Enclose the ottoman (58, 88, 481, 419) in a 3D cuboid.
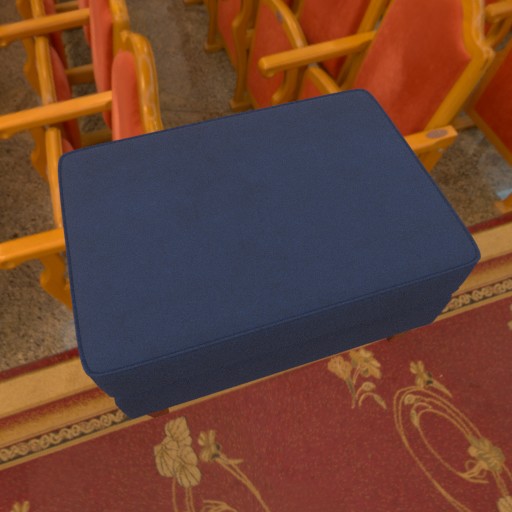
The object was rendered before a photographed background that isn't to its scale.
[{"bbox_3d":[0.000,0.000,1.356,0.965,0.584,0.686,-15,59,-9],"label":"ottoman"}]
